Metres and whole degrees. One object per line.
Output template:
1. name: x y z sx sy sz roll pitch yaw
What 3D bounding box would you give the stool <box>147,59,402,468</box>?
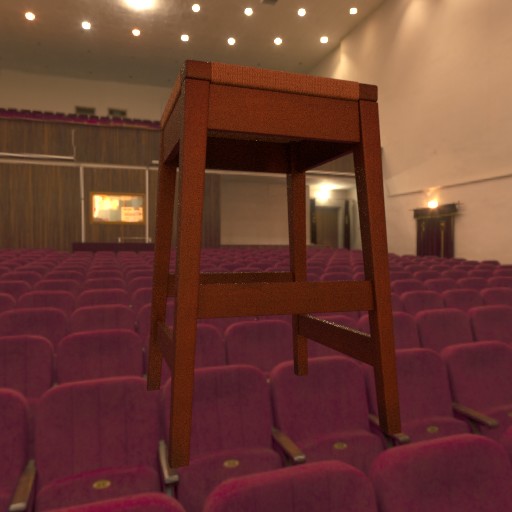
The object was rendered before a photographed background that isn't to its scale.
1. stool: 0.000 0.000 1.115 0.497 0.762 0.507 0 1 -19
